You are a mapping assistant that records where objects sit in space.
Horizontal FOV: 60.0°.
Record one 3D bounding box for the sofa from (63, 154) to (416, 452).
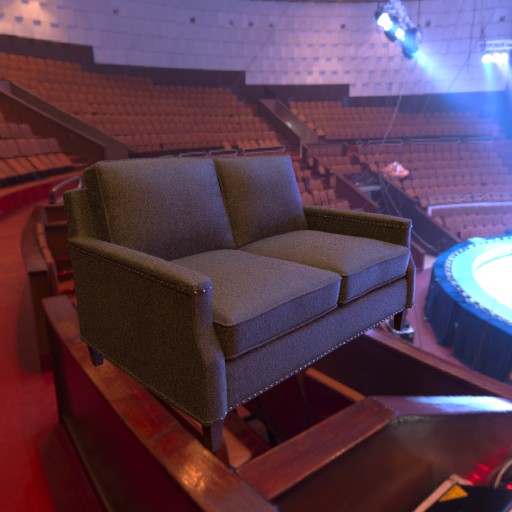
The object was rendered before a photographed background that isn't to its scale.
[{"bbox_3d":[0.000,0.000,2.311,1.084,1.003,1.597,14,21,42],"label":"sofa"}]
